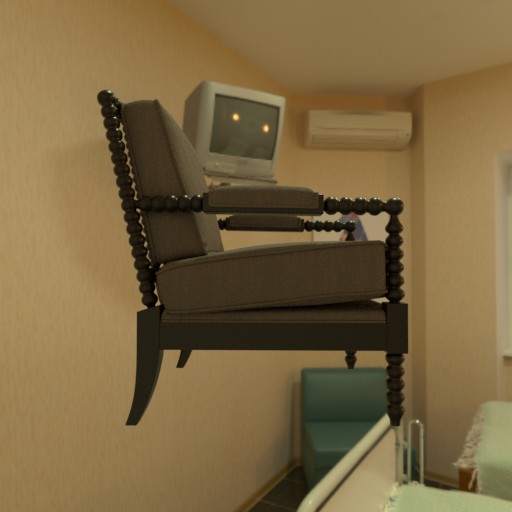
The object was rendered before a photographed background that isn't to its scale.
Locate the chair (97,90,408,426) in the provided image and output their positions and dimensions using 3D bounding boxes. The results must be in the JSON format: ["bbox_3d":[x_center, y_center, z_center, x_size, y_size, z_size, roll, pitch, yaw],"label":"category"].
[{"bbox_3d":[0.000,0.000,1.101,0.622,0.661,0.540,0,-1,2],"label":"chair"}]
